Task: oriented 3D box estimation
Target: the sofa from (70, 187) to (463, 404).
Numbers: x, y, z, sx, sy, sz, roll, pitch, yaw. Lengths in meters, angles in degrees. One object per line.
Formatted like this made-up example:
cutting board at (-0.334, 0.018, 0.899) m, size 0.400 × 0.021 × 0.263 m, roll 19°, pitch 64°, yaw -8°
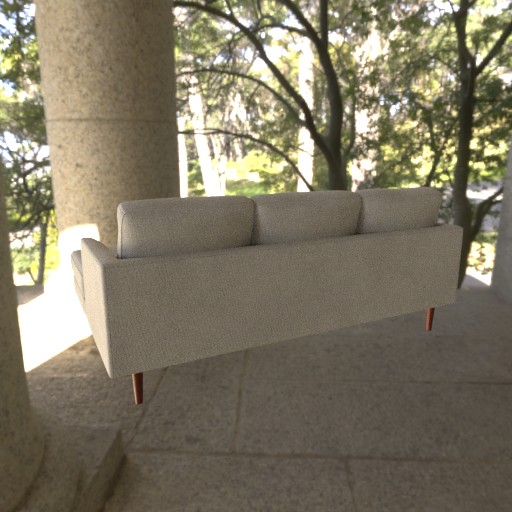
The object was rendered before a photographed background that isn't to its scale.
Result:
sofa at (0.000, 0.000, 3.017) m, size 2.233 × 0.956 × 1.504 m, roll -7°, pitch 15°, yaw -27°
